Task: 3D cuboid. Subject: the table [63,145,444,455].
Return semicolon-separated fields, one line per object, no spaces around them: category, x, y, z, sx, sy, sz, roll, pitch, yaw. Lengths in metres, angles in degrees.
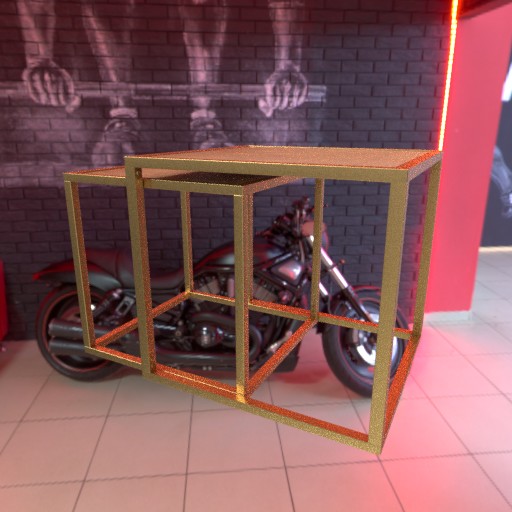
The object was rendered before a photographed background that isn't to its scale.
table;0.000;0.000;1.097;0.762;0.505;0.505;8;19;26
